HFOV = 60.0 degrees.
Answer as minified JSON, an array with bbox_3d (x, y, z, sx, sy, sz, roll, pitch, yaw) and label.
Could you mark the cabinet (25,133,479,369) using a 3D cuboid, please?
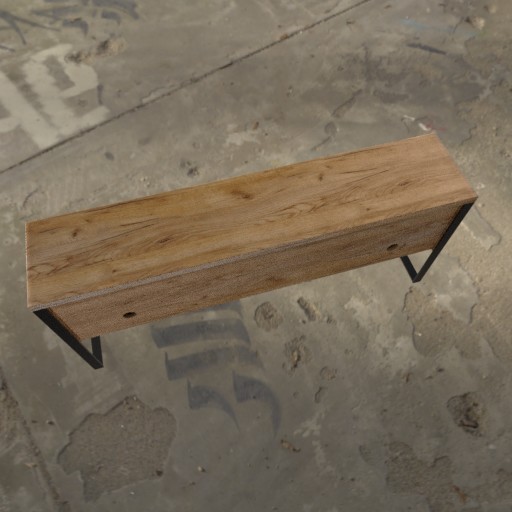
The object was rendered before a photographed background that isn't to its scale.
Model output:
[{"bbox_3d":[0.000,0.000,2.125,1.800,0.762,0.395,-14,60,-8],"label":"cabinet"}]
